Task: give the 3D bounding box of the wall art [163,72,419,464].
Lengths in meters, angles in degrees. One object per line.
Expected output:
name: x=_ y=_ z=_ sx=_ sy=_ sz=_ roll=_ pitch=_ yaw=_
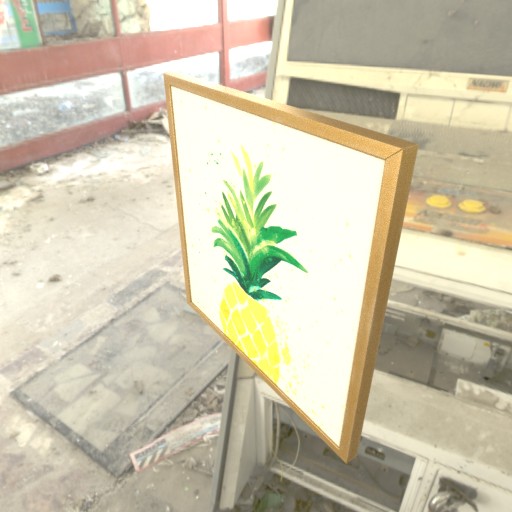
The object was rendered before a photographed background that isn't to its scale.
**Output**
wall art: x=0.000 y=0.000 z=1.111 sx=0.037 sy=0.760 sz=0.762 roll=-22 pitch=38 yaw=-31
